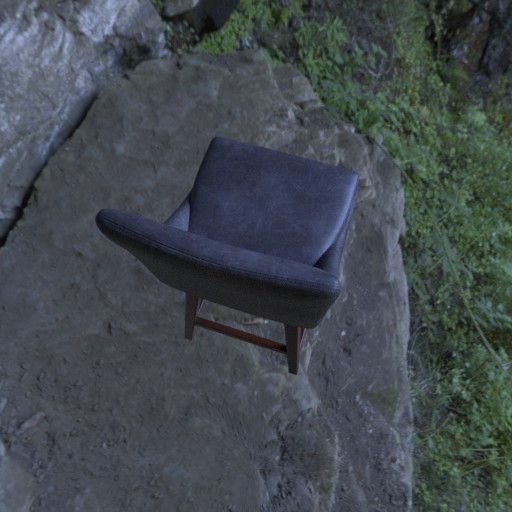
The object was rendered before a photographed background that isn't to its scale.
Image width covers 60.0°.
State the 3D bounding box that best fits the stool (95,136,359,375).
[{"bbox_3d":[0.000,0.000,1.363,0.492,1.046,0.587,17,66,8],"label":"stool"}]
